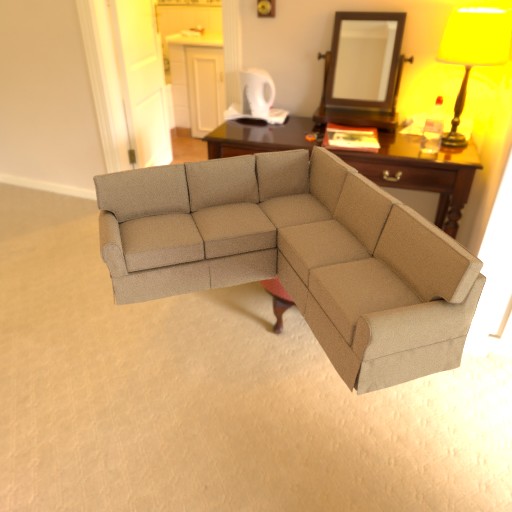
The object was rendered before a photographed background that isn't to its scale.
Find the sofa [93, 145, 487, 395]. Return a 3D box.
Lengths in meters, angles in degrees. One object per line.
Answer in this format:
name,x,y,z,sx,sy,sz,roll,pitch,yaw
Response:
sofa,0.000,0.000,4.112,2.730,1.124,2.733,-10,33,-15
